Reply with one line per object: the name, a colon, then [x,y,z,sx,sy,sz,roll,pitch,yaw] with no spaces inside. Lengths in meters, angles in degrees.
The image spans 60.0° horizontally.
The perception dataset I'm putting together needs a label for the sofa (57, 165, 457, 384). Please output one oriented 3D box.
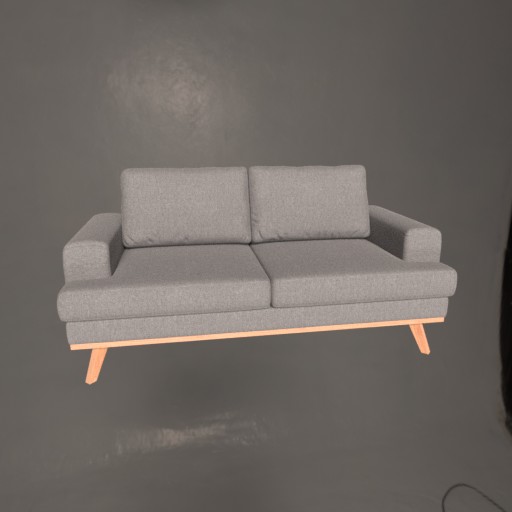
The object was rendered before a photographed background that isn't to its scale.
sofa: [0.000,0.000,2.129,1.650,0.810,0.785,-3,16,-9]
